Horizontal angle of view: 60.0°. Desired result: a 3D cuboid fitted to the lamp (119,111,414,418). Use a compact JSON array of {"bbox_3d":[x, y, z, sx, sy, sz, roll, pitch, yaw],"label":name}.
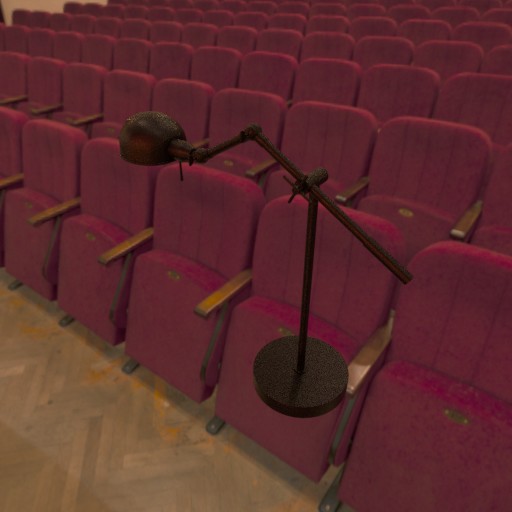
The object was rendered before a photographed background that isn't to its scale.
[{"bbox_3d":[0.000,0.000,0.803,0.567,0.495,0.185,23,39,31],"label":"lamp"}]
